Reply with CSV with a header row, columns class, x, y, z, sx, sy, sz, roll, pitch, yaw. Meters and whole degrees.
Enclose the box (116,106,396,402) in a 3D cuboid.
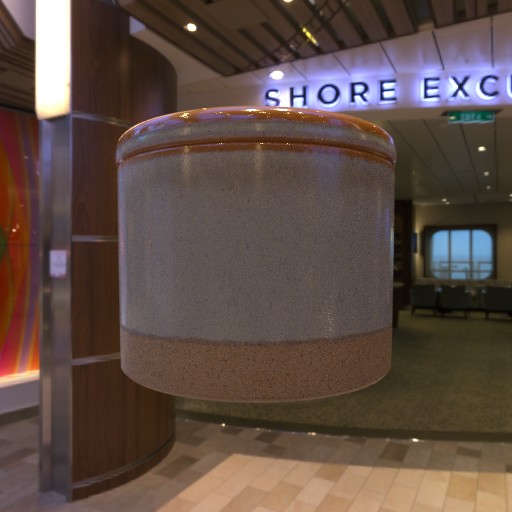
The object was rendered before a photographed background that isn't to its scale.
class,x,y,z,sx,sy,sz,roll,pitch,yaw
box,0.000,0.000,0.204,0.123,0.100,0.123,0,0,0
